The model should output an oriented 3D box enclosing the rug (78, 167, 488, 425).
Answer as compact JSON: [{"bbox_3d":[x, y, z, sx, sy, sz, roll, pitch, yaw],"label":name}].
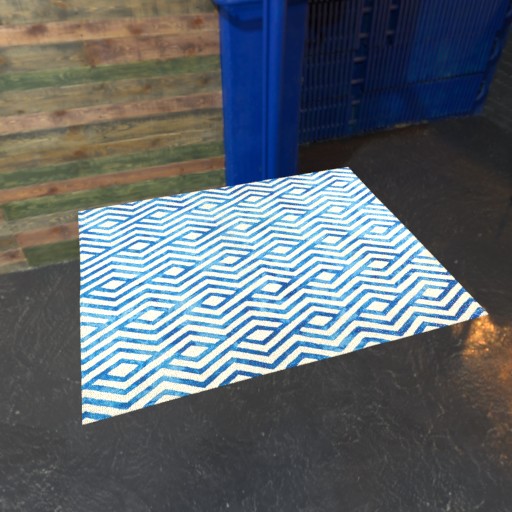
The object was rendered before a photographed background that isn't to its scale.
[{"bbox_3d":[0.000,0.000,4.021,3.059,0.008,2.453,-12,42,-13],"label":"rug"}]
